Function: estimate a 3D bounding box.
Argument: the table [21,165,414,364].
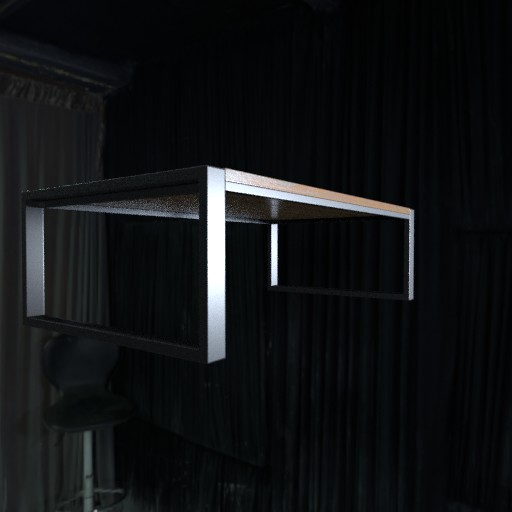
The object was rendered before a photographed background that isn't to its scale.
[{"bbox_3d":[0.000,0.000,1.651,0.750,0.400,1.350,1,2,36],"label":"table"}]
